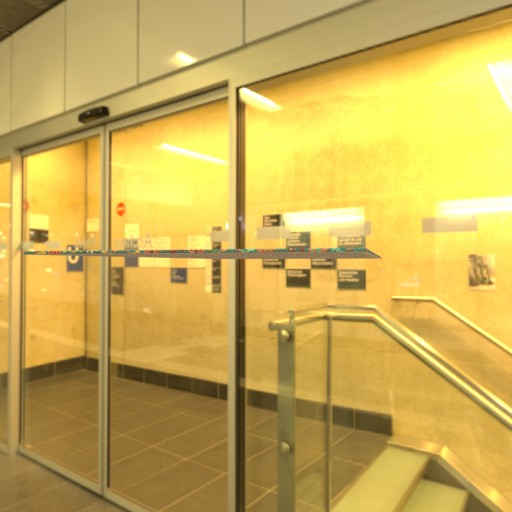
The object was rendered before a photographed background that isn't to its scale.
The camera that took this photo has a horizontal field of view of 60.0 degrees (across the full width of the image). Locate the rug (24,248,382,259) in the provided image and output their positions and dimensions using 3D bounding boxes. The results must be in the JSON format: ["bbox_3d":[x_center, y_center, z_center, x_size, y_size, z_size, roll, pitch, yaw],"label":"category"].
[{"bbox_3d":[0.000,0.000,2.893,1.527,0.016,2.290,0,-1,17],"label":"rug"}]
